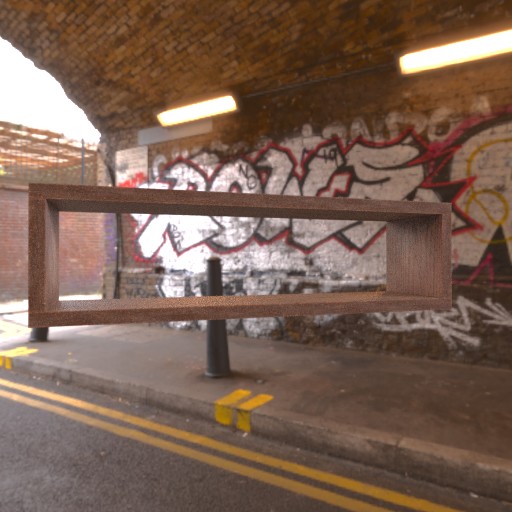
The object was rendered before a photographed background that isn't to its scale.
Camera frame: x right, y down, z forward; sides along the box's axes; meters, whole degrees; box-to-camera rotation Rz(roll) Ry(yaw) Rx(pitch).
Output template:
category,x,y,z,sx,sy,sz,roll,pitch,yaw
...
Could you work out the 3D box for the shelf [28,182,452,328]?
category,x,y,z,sx,sy,sz,roll,pitch,yaw
shelf,0.000,0.000,0.684,0.610,0.170,0.150,0,0,-18
